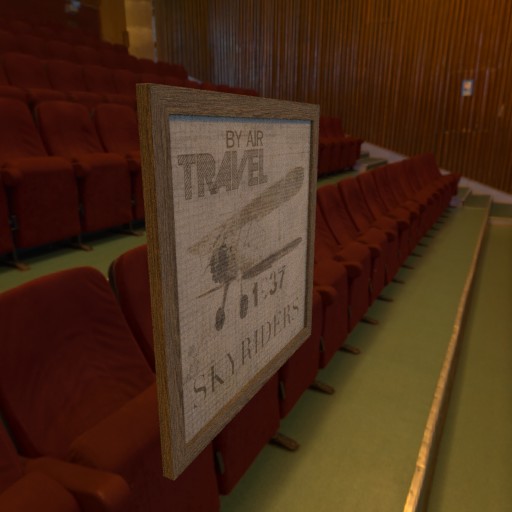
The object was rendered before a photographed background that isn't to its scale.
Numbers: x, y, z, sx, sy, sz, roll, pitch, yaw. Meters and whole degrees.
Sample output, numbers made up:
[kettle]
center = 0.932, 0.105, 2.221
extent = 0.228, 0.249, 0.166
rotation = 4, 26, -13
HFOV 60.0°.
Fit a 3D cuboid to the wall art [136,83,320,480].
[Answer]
[wall art]
center = 0.000, 0.000, 0.754
extent = 0.019, 0.508, 0.508
rotation = 8, 18, 27
